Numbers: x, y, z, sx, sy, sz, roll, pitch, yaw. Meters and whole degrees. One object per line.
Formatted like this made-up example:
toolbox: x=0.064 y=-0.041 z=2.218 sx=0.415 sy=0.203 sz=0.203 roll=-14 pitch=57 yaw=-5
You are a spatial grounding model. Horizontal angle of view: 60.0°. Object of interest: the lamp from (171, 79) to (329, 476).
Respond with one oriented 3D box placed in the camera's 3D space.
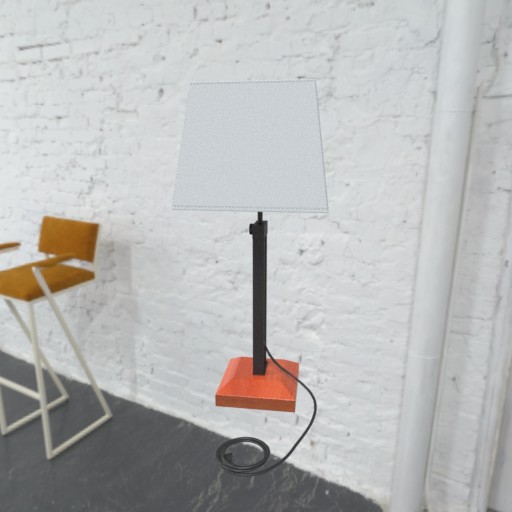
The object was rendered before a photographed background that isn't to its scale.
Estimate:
lamp: x=0.000 y=0.000 z=0.988 sx=0.310 sy=0.737 sz=0.498 roll=2 pitch=14 yaw=8
